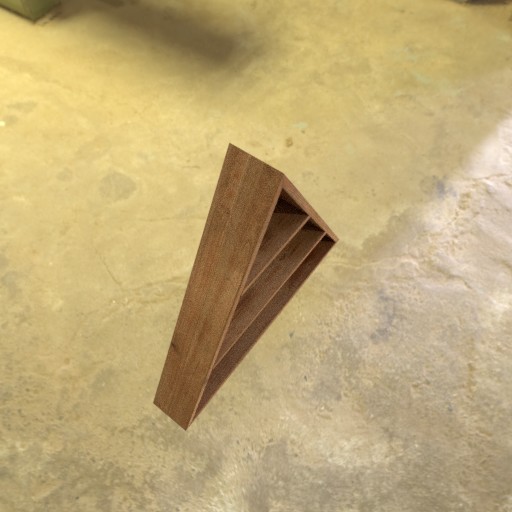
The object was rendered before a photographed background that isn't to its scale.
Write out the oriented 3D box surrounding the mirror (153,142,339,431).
[{"bbox_3d":[0.000,0.000,0.877,0.100,0.548,0.631,33,64,19],"label":"mirror"}]
